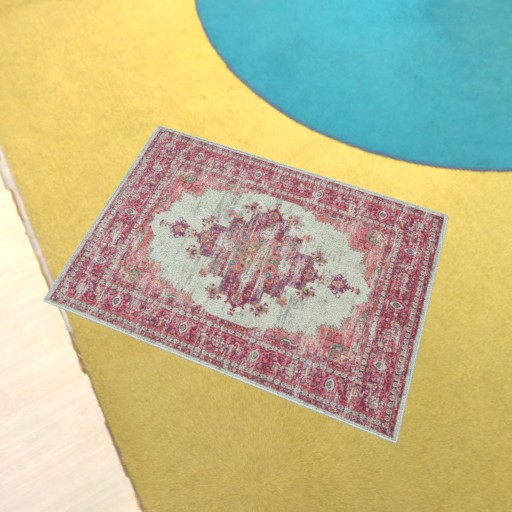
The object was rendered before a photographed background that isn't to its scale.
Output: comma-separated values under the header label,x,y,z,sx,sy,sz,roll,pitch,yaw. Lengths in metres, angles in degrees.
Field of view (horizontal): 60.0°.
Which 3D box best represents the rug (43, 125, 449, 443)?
label,x,y,z,sx,sy,sz,roll,pitch,yaw
rug,0.000,0.000,2.887,2.232,0.011,1.555,19,64,10
